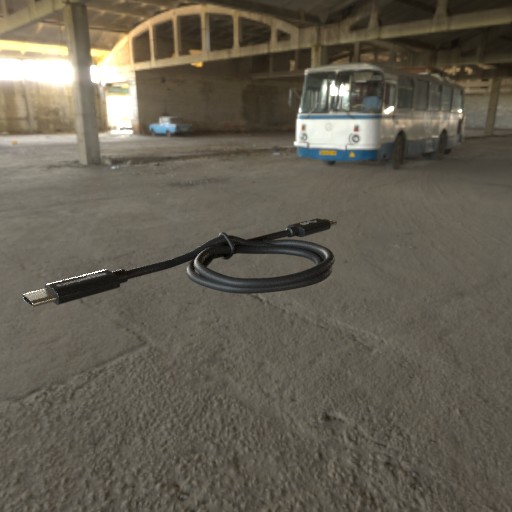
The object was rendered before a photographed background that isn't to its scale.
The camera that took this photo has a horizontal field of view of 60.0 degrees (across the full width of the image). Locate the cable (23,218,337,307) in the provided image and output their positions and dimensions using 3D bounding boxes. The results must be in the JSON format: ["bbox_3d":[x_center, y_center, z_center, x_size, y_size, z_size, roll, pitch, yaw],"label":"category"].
[{"bbox_3d":[0.000,0.000,0.209,0.186,0.014,0.070,-17,24,-41],"label":"cable"}]
